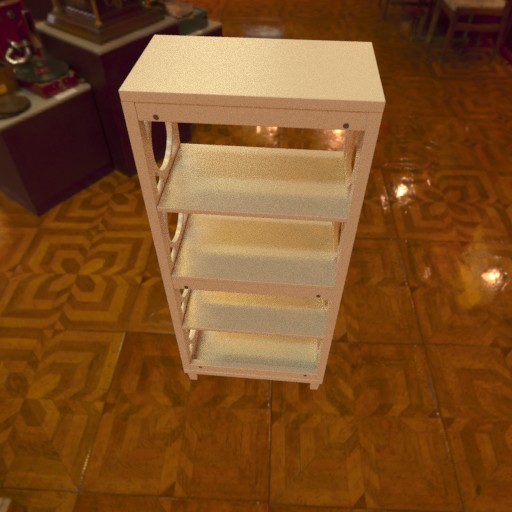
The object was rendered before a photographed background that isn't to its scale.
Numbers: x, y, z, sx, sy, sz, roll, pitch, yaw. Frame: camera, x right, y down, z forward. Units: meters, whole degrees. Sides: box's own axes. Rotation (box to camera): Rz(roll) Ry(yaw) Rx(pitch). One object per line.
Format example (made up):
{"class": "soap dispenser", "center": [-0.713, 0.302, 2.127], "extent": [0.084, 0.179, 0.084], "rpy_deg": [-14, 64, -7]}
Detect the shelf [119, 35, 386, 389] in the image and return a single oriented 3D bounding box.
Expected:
{"class": "shelf", "center": [0.000, 0.000, 1.633], "extent": [0.611, 1.411, 0.340], "rpy_deg": [4, 47, 3]}
